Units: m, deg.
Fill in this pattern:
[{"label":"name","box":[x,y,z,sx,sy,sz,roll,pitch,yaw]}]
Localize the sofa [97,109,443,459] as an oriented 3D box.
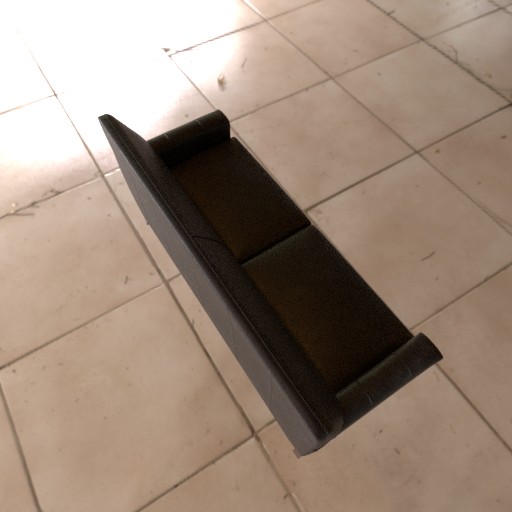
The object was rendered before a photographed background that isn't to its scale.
[{"label":"sofa","box":[0.000,0.000,2.523,0.805,0.947,2.053,-29,62,-17]}]
